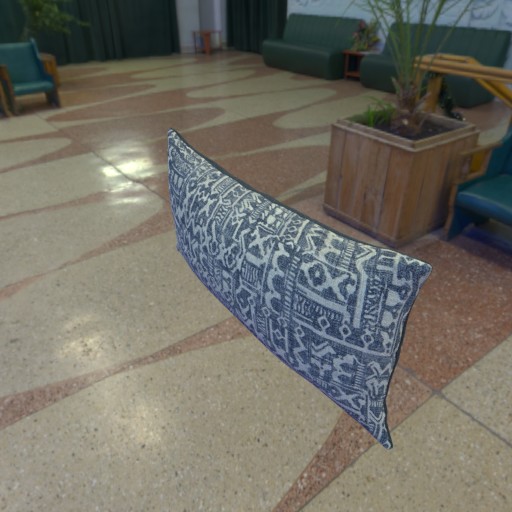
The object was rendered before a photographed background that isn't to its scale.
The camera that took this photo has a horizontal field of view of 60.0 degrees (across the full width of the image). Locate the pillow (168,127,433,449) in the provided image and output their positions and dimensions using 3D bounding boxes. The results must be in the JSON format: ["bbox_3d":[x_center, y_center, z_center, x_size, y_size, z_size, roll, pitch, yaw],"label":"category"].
[{"bbox_3d":[0.000,0.000,0.735,0.148,0.292,0.631,-20,37,-29],"label":"pillow"}]
